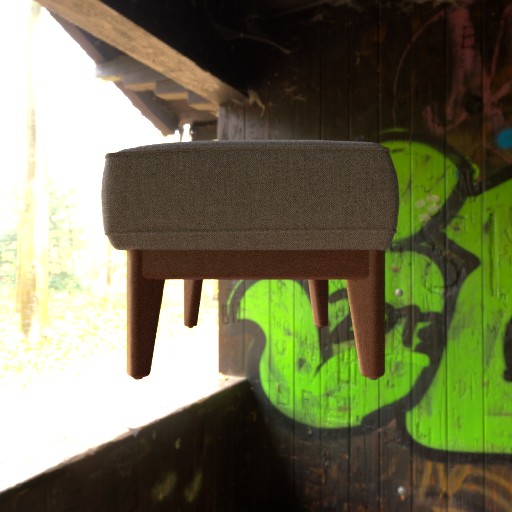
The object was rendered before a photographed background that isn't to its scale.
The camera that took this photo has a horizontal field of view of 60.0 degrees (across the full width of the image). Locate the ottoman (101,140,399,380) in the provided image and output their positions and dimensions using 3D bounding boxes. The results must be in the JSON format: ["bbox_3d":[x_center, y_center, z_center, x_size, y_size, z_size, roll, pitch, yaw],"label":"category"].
[{"bbox_3d":[0.000,0.000,1.129,0.555,0.458,0.750,0,-1,0],"label":"ottoman"}]
